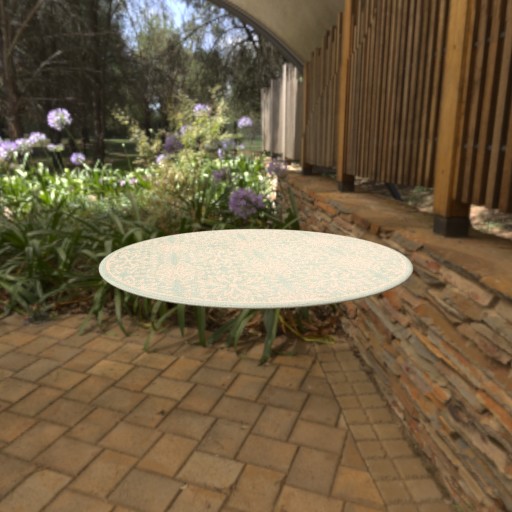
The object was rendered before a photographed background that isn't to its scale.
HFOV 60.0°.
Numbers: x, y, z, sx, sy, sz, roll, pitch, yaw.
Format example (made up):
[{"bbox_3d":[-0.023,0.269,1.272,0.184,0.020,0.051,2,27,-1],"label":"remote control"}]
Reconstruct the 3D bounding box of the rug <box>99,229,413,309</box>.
[{"bbox_3d":[0.000,0.000,2.376,1.593,0.012,1.593,0,14,0],"label":"rug"}]
